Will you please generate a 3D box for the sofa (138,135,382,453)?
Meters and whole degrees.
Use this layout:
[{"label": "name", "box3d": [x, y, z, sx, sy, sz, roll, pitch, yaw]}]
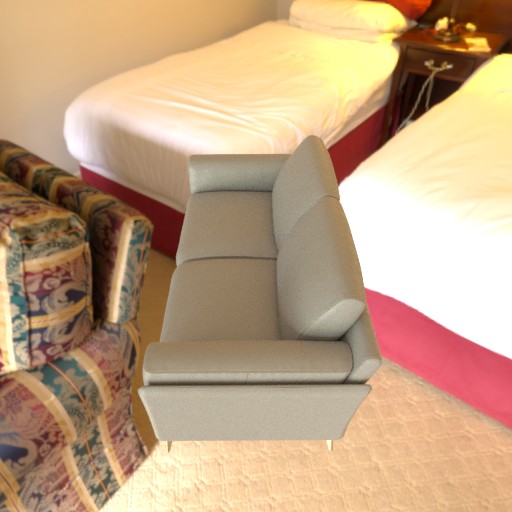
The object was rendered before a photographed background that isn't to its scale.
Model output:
[{"label": "sofa", "box3d": [0.000, 0.000, 2.764, 1.049, 0.930, 2.101, 0, 40, 0]}]
